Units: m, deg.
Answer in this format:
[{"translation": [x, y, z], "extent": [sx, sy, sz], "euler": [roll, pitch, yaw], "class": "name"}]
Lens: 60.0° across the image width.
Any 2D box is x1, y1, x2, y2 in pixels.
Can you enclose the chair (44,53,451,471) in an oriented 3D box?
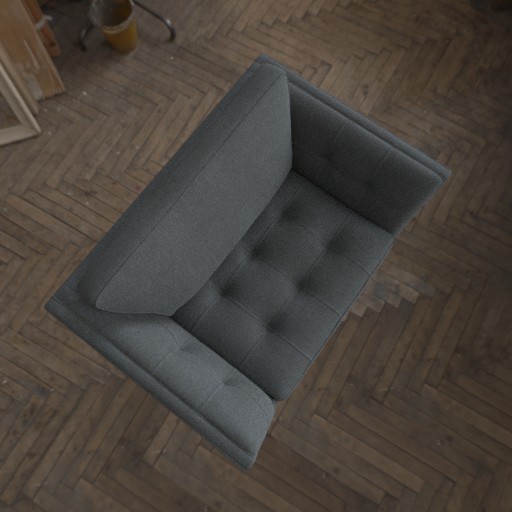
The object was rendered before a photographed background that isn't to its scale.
[{"translation": [0.000, 0.000, 2.016], "extent": [0.965, 0.942, 1.396], "euler": [36, 78, 8], "class": "chair"}]
